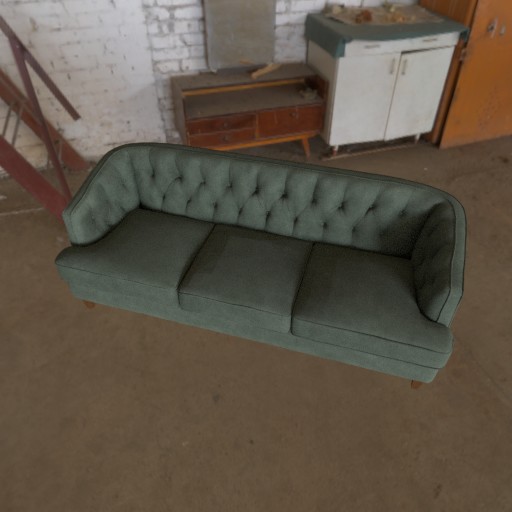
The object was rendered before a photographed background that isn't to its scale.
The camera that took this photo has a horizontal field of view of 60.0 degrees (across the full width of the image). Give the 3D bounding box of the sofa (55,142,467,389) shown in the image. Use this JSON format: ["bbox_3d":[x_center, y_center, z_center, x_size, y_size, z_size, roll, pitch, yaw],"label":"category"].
[{"bbox_3d":[0.000,0.000,2.729,2.278,0.855,0.941,11,43,12],"label":"sofa"}]
